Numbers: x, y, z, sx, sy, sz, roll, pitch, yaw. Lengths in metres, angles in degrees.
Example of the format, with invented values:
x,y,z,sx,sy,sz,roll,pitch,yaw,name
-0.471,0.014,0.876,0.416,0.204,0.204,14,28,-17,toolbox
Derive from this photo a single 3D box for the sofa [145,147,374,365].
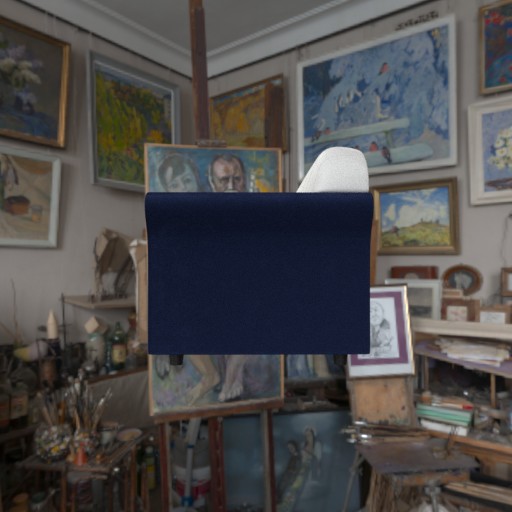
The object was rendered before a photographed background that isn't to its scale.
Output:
x,y,z,sx,sy,sz,roll,pitch,yaw,name
0.000,0.000,2.432,0.749,0.789,2.006,0,-1,0,sofa
